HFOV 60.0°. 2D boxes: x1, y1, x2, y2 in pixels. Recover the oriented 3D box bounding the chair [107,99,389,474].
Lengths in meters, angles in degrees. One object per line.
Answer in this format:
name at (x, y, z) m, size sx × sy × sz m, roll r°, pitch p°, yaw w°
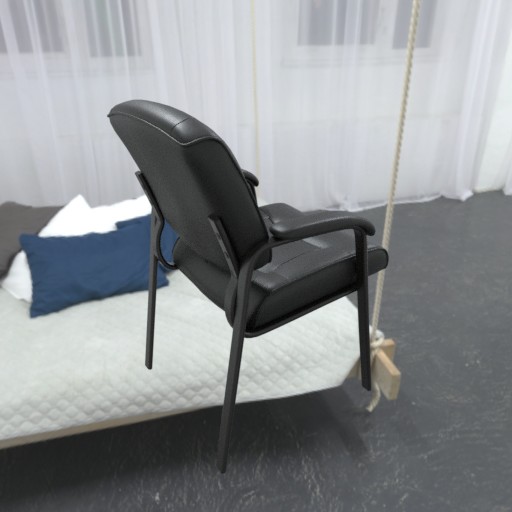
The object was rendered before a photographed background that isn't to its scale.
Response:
chair at (0.000, 0.000, 1.317) m, size 0.668 × 0.910 × 0.591 m, roll -17°, pitch 30°, yaw -31°
